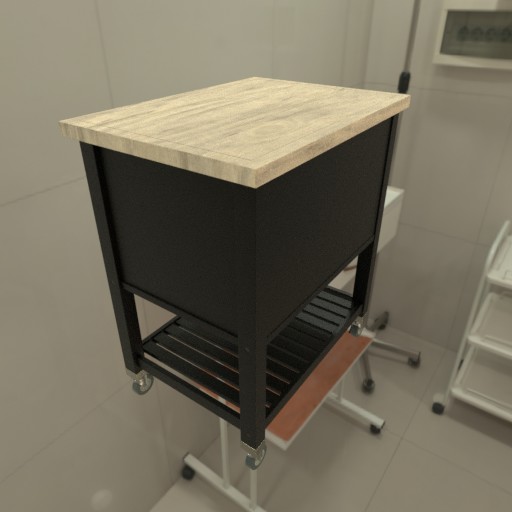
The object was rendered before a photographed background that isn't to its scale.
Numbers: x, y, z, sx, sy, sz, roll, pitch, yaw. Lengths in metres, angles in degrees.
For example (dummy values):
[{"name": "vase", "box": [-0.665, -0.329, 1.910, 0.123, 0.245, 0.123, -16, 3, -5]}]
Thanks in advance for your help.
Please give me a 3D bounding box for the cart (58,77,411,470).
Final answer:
[{"name": "cart", "box": [0.000, 0.000, 1.406, 0.567, 0.920, 0.797, 20, 36, 30]}]
